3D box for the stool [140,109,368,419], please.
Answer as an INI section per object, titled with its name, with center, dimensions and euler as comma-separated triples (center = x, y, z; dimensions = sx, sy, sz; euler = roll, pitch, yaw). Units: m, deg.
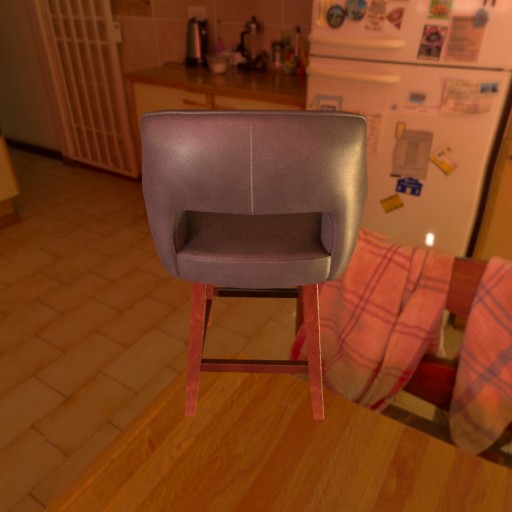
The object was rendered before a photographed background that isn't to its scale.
[stool]
center = 0.000, 0.000, 1.259
dimensions = 0.550, 0.936, 0.560
euler = 1, 32, 1
